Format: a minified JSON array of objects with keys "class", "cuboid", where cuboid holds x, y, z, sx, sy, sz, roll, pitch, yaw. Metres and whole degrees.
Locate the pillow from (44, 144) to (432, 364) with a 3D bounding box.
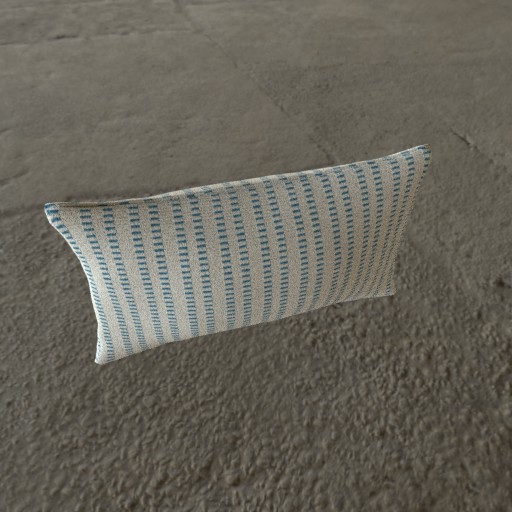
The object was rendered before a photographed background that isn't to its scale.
[{"class":"pillow","cuboid":[0.000,0.000,0.807,0.640,0.353,0.210,-12,42,-13]}]
